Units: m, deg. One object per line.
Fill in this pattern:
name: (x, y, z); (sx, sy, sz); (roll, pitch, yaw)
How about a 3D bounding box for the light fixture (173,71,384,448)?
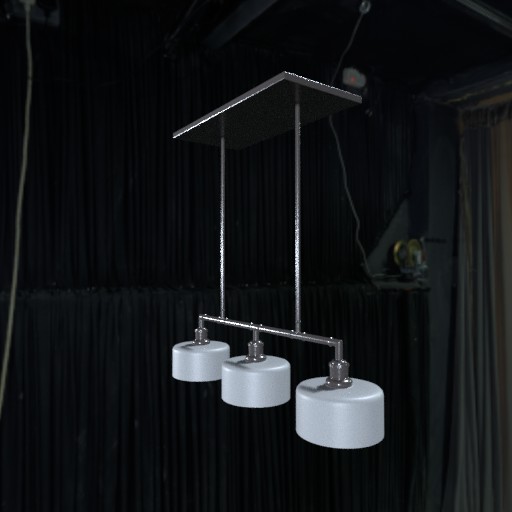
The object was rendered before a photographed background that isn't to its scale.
light fixture: (0.000, 0.000, 0.883); (0.177, 0.557, 0.582); (1, -2, -36)
